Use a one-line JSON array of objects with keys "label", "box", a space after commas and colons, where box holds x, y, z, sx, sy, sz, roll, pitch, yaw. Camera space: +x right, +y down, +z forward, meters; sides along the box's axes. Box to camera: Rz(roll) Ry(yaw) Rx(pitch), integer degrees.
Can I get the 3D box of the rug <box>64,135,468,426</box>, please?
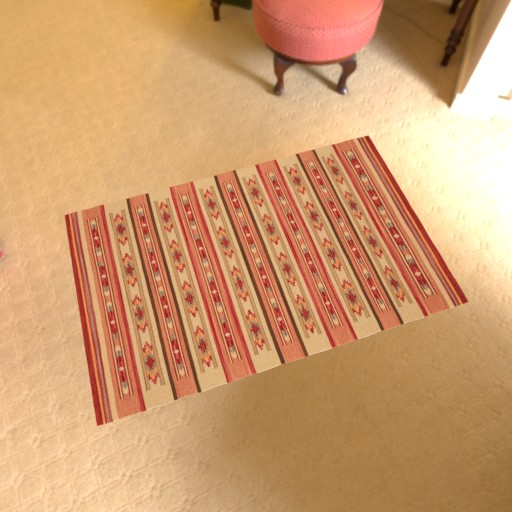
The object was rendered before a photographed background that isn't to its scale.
[{"label": "rug", "box": [0.000, 0.000, 3.066, 2.431, 0.010, 1.535, -16, 63, -9]}]
